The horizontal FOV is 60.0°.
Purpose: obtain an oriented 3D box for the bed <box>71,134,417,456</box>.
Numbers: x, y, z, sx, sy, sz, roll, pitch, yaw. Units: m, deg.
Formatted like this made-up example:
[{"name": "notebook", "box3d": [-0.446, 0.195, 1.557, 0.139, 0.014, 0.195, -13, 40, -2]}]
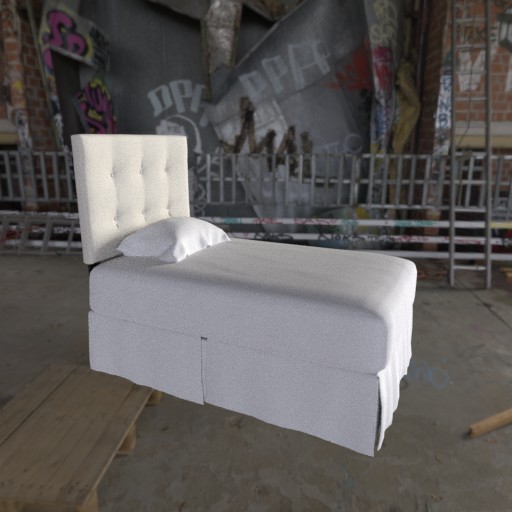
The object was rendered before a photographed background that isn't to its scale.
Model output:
[{"name": "bed", "box3d": [0.000, 0.000, 2.959, 1.997, 1.571, 1.261, 7, 16, 25]}]
